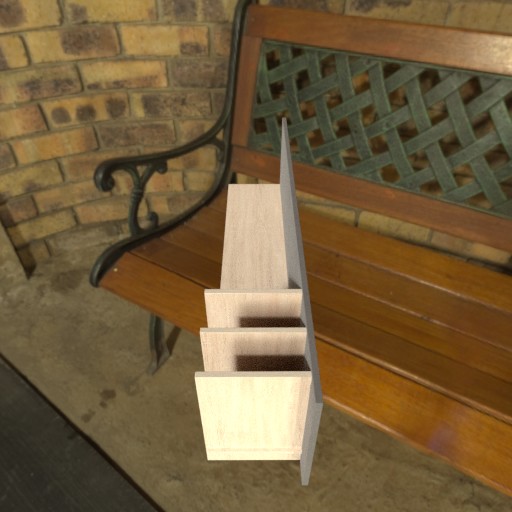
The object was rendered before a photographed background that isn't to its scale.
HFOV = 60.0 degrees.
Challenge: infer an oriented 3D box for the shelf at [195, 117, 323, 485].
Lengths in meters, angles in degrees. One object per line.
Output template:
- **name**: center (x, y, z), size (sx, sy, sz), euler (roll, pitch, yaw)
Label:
- **shelf**: center (0.000, 0.000, 1.151), size (0.200, 0.300, 1.020), euler (0, 41, 0)
